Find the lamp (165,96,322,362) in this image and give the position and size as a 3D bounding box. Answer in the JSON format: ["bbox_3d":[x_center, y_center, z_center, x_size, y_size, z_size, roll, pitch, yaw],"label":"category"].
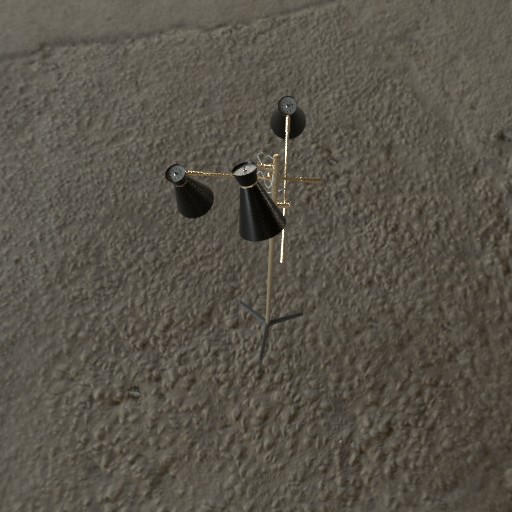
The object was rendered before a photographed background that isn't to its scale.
[{"bbox_3d":[0.000,0.000,2.161,0.653,1.804,0.750,-16,60,-10],"label":"lamp"}]
